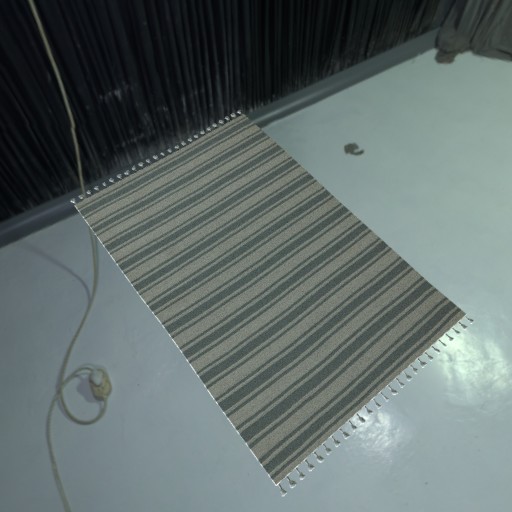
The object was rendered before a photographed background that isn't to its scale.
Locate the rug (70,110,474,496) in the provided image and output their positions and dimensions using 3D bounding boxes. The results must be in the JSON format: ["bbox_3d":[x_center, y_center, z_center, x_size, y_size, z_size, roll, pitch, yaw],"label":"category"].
[{"bbox_3d":[0.000,0.000,2.967,1.539,0.011,2.410,-34,65,-19],"label":"rug"}]
